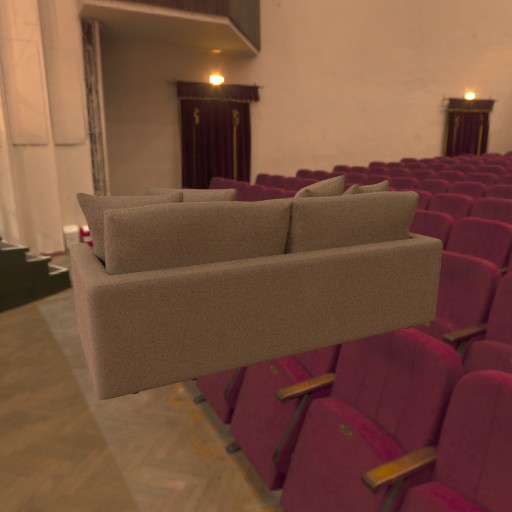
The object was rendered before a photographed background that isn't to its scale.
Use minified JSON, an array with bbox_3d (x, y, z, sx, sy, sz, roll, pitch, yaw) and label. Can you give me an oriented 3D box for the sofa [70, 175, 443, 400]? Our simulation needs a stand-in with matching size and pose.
[{"bbox_3d":[0.000,0.000,3.150,2.380,1.084,1.228,-7,16,-26],"label":"sofa"}]
